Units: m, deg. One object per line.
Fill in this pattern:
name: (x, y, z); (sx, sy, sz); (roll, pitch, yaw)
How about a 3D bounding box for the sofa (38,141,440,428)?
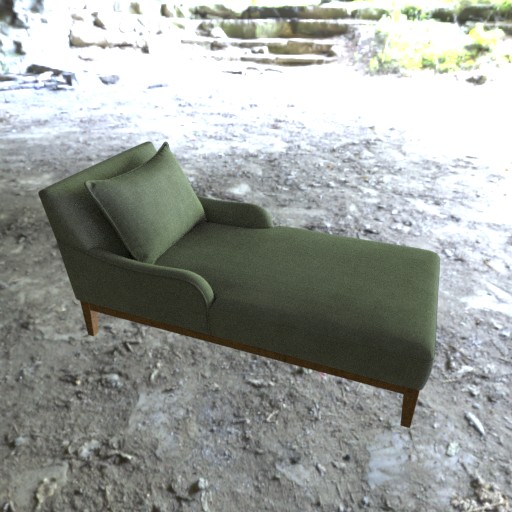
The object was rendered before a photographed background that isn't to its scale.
sofa: (0.000, 0.000, 2.266); (1.779, 0.859, 0.894); (11, 32, 18)
